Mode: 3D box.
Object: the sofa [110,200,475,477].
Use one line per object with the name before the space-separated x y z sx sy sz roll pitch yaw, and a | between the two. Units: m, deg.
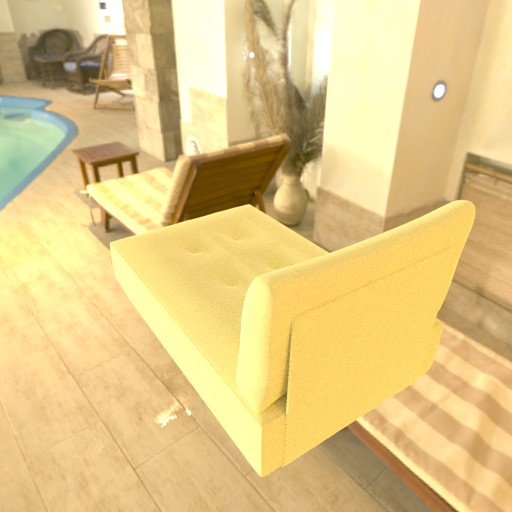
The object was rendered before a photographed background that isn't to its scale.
sofa | 0.000 0.000 2.031 0.930 0.820 1.450 -19 35 -29
